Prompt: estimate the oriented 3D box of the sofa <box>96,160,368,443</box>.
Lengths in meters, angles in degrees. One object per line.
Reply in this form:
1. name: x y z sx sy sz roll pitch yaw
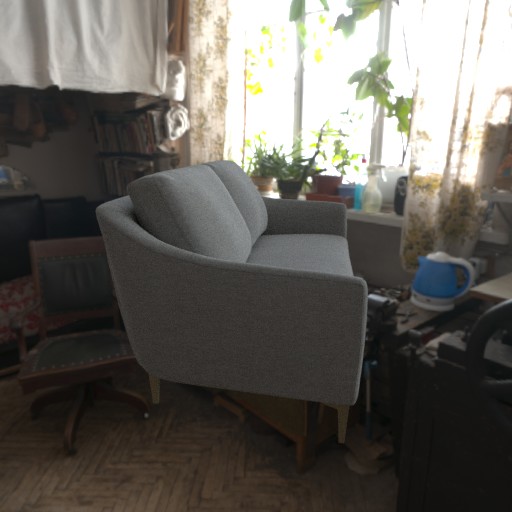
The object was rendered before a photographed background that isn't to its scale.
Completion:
1. sofa: 0.000 0.000 2.204 0.960 0.904 1.619 2 15 9
